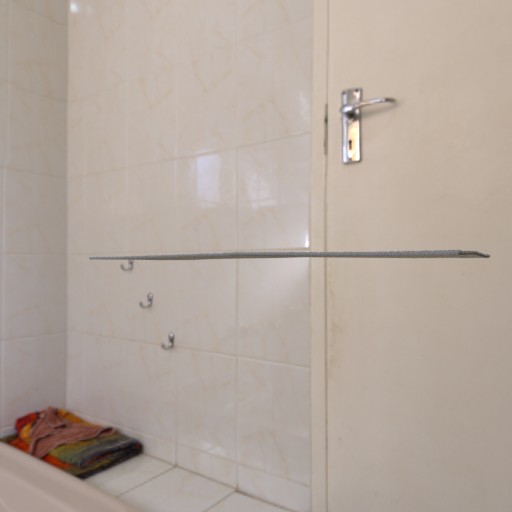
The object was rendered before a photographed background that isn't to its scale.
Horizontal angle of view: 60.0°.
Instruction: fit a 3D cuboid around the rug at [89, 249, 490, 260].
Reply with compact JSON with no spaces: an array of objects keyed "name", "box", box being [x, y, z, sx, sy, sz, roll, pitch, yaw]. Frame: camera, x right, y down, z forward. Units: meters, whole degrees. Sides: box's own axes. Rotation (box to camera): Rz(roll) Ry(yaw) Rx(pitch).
[{"name":"rug","box":[0.000,0.000,2.565,2.341,0.037,0.675,-1,-1,37]}]
